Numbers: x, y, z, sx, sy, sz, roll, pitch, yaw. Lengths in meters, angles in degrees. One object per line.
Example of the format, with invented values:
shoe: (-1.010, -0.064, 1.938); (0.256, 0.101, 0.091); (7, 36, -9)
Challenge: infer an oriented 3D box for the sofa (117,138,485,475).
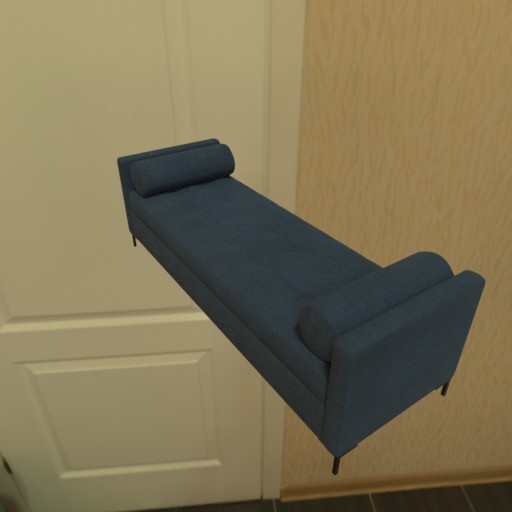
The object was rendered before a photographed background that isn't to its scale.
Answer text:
sofa: (0.000, 0.000, 2.288); (0.686, 0.635, 1.981); (-20, 38, -28)
